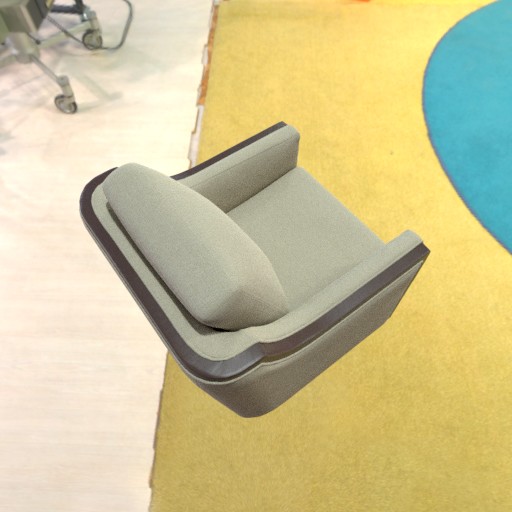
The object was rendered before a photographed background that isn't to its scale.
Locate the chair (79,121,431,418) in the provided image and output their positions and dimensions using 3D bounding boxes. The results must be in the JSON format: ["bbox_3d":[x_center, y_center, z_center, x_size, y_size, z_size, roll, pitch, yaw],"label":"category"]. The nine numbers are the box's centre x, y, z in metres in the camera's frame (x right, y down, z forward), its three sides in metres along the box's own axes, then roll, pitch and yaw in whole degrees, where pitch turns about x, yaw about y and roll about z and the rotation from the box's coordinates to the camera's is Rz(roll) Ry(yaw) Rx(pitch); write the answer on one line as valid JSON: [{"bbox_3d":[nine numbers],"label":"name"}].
[{"bbox_3d":[0.000,0.000,1.691,0.950,0.930,0.870,-33,64,-19],"label":"chair"}]
